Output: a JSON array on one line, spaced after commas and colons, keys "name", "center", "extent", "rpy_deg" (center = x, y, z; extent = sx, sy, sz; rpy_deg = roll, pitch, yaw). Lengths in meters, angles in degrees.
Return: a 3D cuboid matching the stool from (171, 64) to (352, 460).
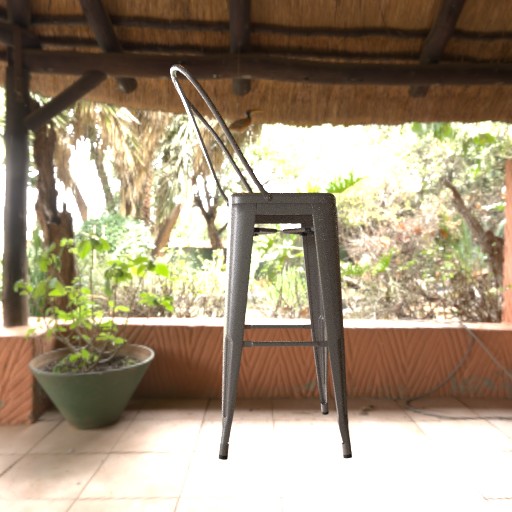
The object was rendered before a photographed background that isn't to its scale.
[{"name": "stool", "center": [0.000, 0.000, 1.374], "extent": [0.513, 1.096, 0.399], "rpy_deg": [0, -1, -1]}]
